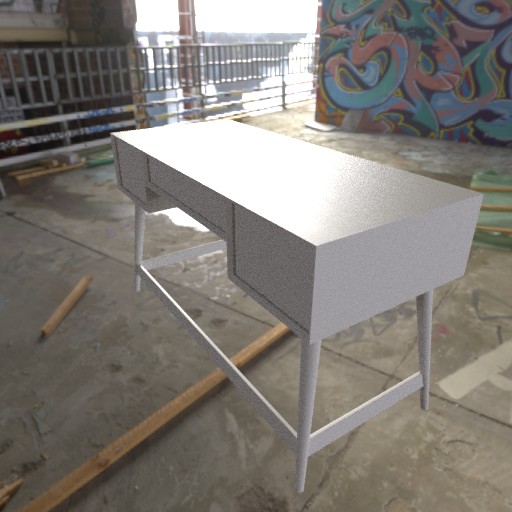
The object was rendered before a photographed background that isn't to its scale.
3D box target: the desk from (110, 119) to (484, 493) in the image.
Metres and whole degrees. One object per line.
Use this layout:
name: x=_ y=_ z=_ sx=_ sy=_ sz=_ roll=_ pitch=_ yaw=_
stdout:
desk: x=0.000 y=0.000 z=1.678 sx=0.589 sy=0.762 sz=1.313 roll=-17 pitch=31 yaw=-30
